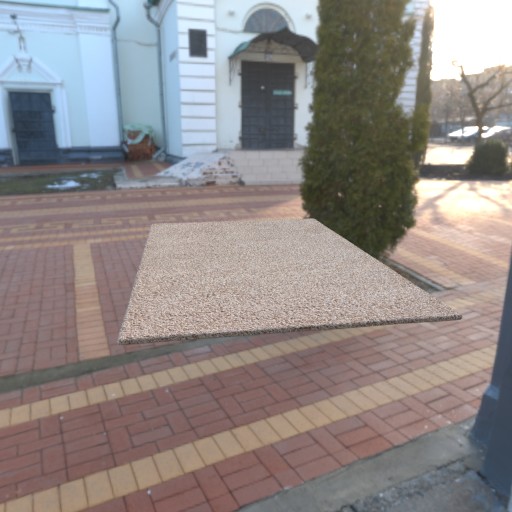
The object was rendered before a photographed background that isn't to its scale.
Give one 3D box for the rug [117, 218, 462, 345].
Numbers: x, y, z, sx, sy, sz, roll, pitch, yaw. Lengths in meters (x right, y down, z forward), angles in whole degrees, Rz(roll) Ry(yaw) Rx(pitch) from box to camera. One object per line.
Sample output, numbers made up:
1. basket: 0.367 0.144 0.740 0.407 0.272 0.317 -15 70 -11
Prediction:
1. rug: 0.000 0.000 3.508 1.778 0.030 2.743 -3 16 -9
